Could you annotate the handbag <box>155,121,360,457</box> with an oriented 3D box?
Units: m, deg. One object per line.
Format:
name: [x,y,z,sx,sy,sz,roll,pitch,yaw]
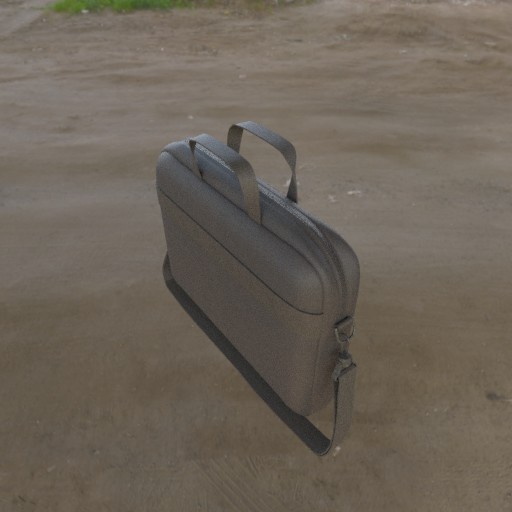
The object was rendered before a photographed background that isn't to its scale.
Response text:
handbag: [0.000,0.000,0.594,0.126,0.330,0.429,-26,47,-27]
